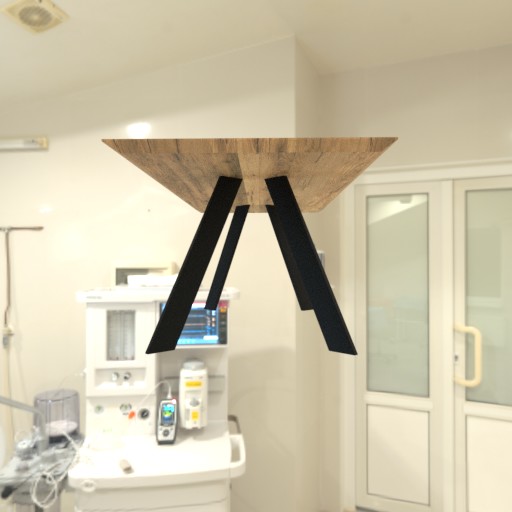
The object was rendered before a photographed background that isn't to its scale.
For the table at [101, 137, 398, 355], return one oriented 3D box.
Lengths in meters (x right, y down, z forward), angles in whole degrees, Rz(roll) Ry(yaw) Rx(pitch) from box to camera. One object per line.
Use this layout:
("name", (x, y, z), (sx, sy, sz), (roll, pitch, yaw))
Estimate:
("table", (0.000, 0.000, 2.487), (1.000, 0.770, 2.000), (0, -1, 1))
